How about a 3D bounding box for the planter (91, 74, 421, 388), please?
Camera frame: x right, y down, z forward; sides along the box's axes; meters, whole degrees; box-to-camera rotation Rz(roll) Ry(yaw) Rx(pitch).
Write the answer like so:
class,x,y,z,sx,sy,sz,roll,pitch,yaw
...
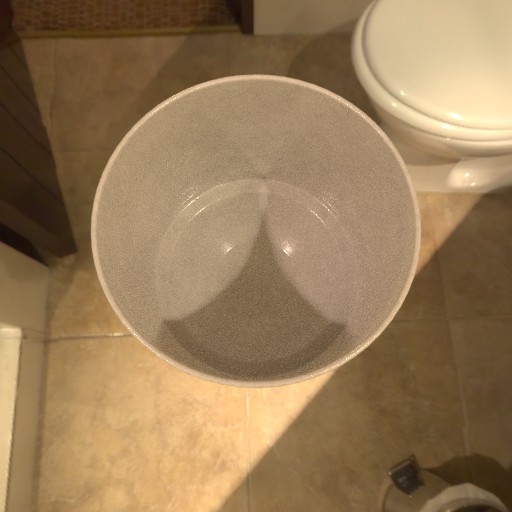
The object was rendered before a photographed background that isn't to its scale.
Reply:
class,x,y,z,sx,sy,sz,roll,pitch,yaw
planter,0.000,0.000,0.451,0.250,0.239,0.250,0,75,0
